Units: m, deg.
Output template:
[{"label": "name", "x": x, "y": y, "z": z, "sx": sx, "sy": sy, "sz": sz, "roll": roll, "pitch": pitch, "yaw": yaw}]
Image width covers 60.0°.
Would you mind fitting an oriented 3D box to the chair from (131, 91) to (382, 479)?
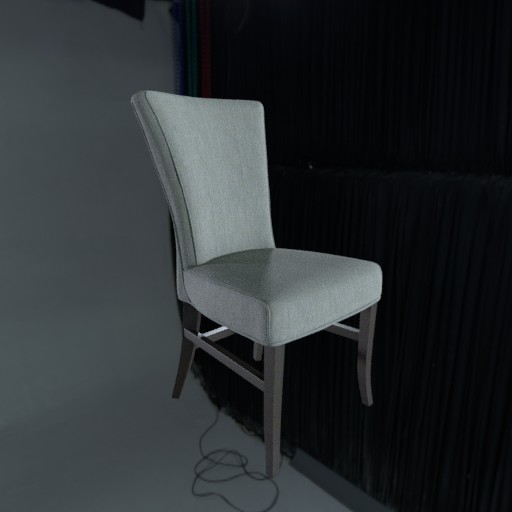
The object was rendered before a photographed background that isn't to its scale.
[{"label": "chair", "x": 0.000, "y": 0.000, "z": 1.403, "sx": 0.520, "sy": 0.991, "sz": 0.660, "roll": -13, "pitch": 19, "yaw": -43}]
